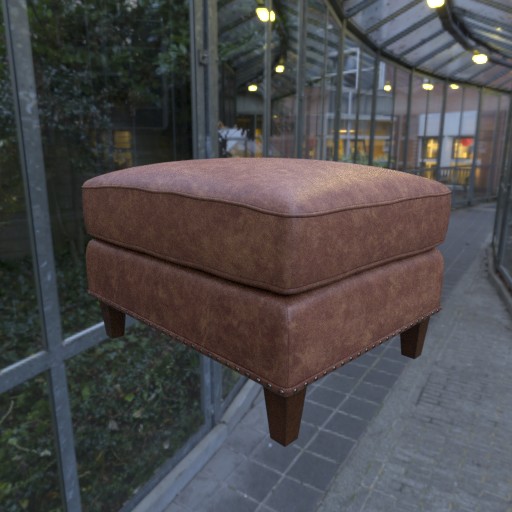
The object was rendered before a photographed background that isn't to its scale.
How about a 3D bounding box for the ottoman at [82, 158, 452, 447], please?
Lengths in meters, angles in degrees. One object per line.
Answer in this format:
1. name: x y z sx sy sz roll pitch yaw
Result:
1. ottoman: 0.000 0.000 1.123 0.586 0.486 0.742 -13 19 -43
